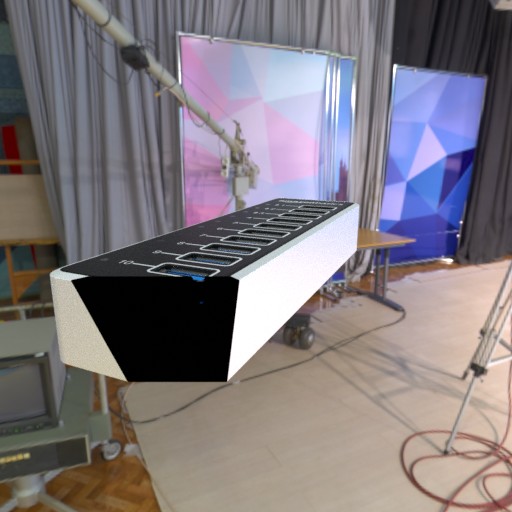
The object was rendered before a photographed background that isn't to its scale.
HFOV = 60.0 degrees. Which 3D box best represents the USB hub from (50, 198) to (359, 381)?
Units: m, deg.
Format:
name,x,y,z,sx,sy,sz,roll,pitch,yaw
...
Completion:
name,x,y,z,sx,sy,sz,roll,pitch,yaw
USB hub,0.000,0.000,0.161,0.044,0.023,0.145,7,17,24
